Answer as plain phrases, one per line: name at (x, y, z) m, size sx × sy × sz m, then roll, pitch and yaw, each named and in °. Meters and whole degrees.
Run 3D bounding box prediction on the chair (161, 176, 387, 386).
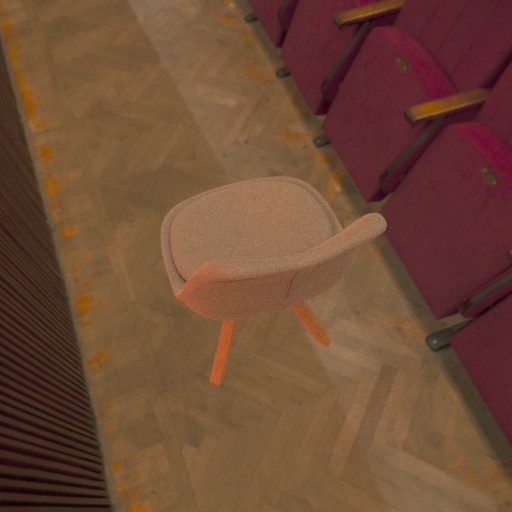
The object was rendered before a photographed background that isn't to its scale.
chair at (0.000, 0.000, 1.198) m, size 0.474 × 0.863 × 0.549 m, roll -17°, pitch 61°, yaw -9°
